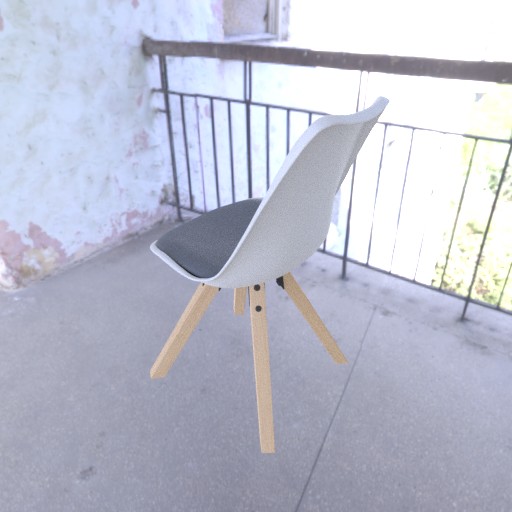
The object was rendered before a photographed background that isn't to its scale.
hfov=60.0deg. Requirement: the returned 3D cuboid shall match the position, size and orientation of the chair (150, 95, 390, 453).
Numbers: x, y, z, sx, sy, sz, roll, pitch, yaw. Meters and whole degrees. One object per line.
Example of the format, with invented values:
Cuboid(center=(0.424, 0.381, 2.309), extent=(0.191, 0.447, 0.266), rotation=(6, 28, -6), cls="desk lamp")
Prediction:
Cuboid(center=(0.000, 0.000, 1.198), extent=(0.550, 0.850, 0.485), rotation=(21, 36, 32), cls="chair")
